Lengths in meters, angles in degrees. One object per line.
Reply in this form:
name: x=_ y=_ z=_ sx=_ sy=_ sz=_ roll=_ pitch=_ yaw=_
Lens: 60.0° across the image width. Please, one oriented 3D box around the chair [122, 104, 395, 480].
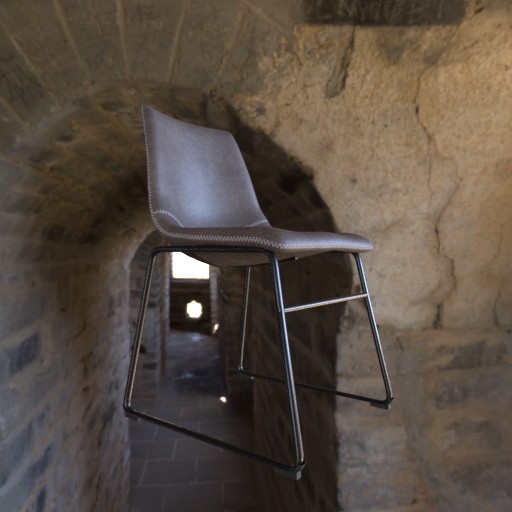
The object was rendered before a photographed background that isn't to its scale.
chair: x=0.000 y=0.000 z=1.112 sx=0.550 sy=0.780 sz=0.460 roll=0 pitch=1 yaw=37
